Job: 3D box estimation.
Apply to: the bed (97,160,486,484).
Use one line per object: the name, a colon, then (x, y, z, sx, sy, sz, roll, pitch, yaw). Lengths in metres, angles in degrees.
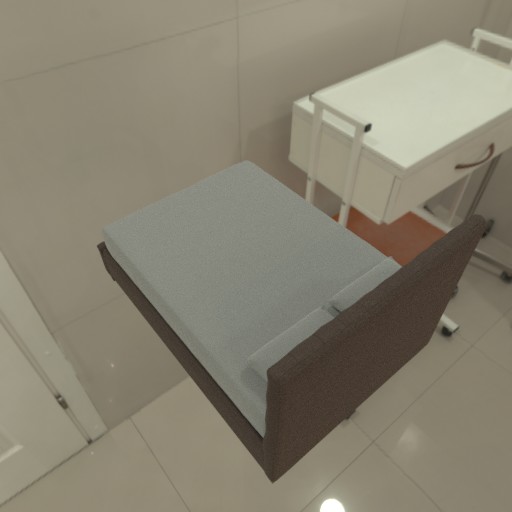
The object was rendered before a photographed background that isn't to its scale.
bed: (0.000, 0.000, 3.415, 1.698, 1.427, 2.387, -31, 54, -26)
